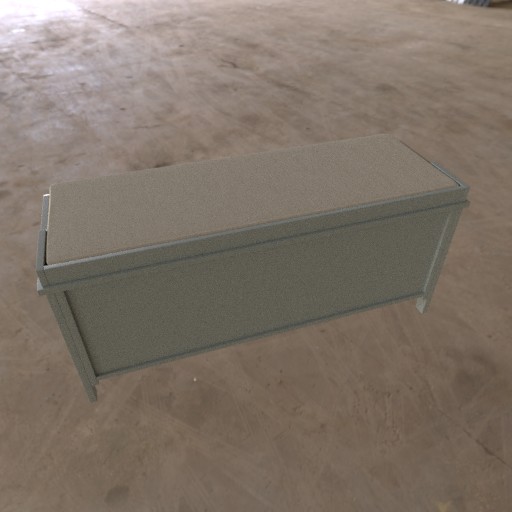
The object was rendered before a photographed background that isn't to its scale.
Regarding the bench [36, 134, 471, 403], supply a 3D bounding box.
[{"bbox_3d":[0.000,0.000,1.381,1.140,0.501,0.398,-12,41,-14],"label":"bench"}]
